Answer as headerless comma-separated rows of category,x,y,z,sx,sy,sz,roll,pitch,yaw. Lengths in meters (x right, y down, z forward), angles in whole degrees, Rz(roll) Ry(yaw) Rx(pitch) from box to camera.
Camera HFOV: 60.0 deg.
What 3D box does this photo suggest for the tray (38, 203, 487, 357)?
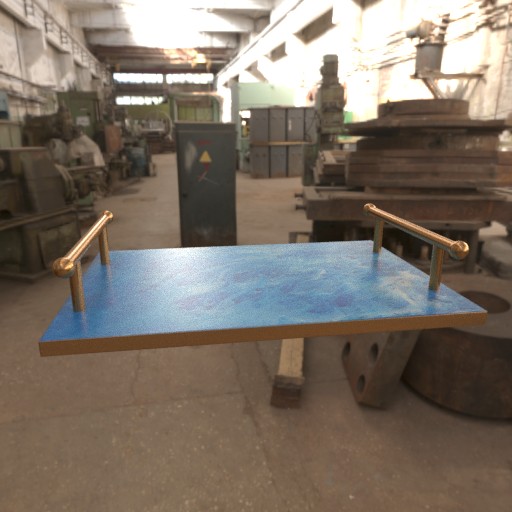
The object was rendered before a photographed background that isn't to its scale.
tray,0.000,0.000,0.566,0.444,0.084,0.304,-3,17,-9
